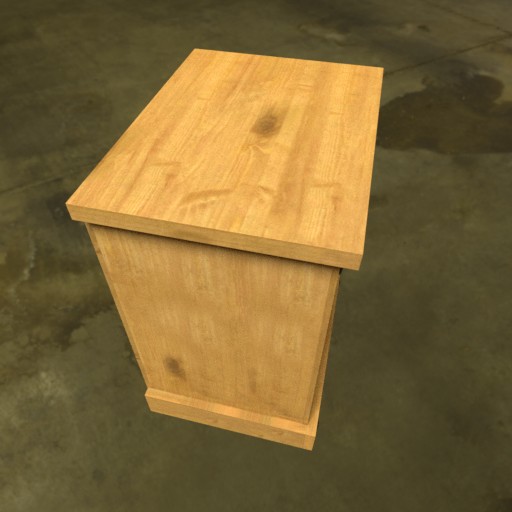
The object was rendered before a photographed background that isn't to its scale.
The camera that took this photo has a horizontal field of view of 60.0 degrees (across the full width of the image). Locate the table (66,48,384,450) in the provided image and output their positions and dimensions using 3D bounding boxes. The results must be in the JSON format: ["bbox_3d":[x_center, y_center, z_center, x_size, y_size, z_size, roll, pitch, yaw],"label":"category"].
[{"bbox_3d":[0.000,0.000,1.221,0.500,0.813,0.660,10,48,9],"label":"table"}]
